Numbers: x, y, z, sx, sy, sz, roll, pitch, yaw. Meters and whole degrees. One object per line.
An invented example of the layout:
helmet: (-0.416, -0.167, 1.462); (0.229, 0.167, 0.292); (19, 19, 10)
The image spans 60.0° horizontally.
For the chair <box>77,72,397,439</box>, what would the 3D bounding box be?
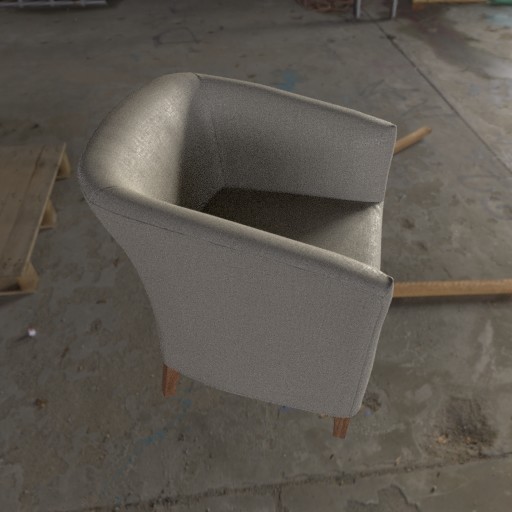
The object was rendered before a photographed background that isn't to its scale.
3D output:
chair: (0.000, 0.000, 1.200); (0.668, 0.771, 0.600); (9, 46, 9)
